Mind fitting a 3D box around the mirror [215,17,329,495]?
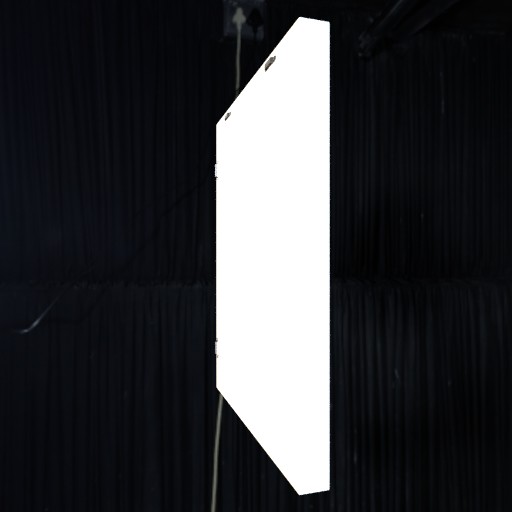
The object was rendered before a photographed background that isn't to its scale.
[{"bbox_3d":[0.000,0.000,0.669,0.041,0.509,0.406,0,0,-18],"label":"mirror"}]
